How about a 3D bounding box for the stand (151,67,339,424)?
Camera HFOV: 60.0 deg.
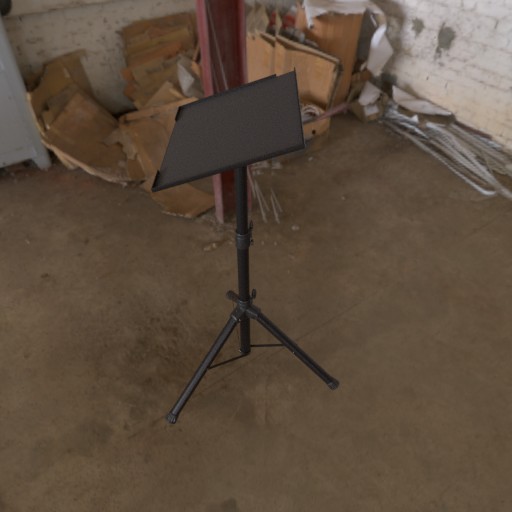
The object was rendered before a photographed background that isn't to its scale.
[{"bbox_3d":[0.000,0.000,1.589,0.702,1.198,0.702,1,43,1],"label":"stand"}]
